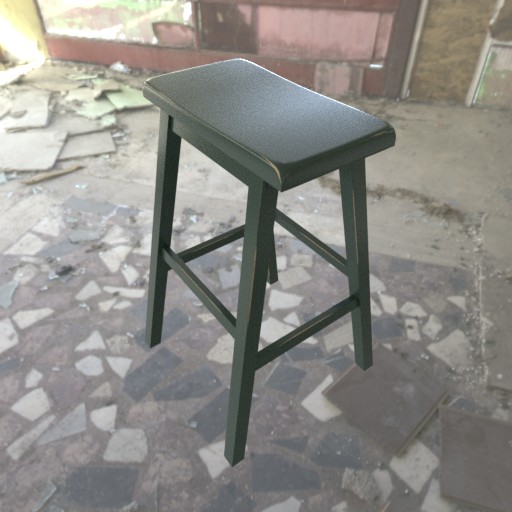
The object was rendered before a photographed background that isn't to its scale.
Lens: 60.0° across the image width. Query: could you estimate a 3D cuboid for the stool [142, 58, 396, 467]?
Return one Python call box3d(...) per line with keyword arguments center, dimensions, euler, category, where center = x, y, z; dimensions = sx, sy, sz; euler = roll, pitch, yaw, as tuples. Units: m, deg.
box3d(center=(0.000, 0.000, 1.034), dimensions=(0.476, 0.737, 0.457), euler=(-26, 47, -27), category="stool")
